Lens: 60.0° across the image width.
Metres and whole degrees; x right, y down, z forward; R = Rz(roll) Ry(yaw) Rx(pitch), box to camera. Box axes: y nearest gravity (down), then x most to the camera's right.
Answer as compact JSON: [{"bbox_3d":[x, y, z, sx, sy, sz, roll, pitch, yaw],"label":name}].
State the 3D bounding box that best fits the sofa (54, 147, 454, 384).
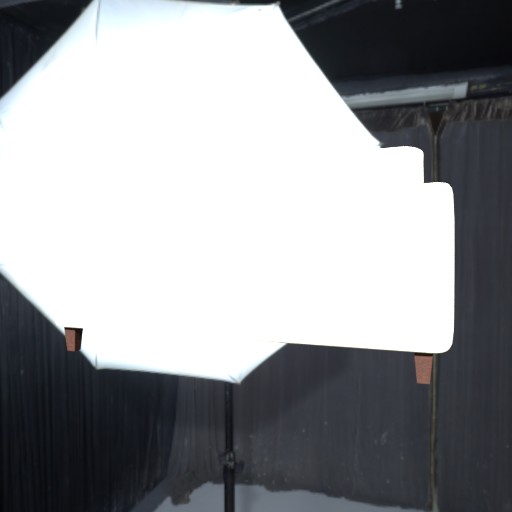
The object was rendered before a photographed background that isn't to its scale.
[{"bbox_3d":[0.000,0.000,2.377,1.884,0.963,0.950,0,1,19],"label":"sofa"}]
